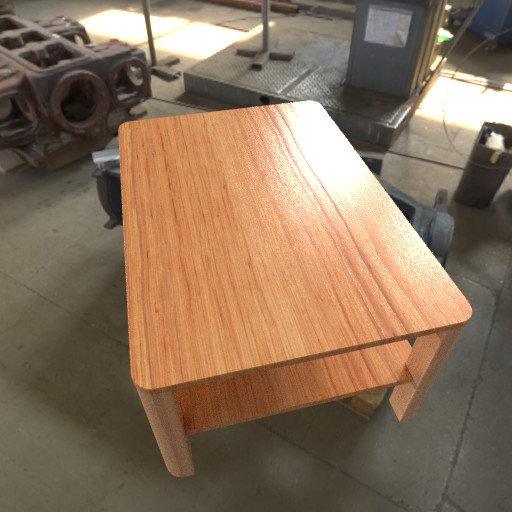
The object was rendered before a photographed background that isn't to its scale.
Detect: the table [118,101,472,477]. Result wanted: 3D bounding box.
[{"bbox_3d":[0.000,0.000,1.339,0.696,0.445,0.997,-10,46,-10],"label":"table"}]
